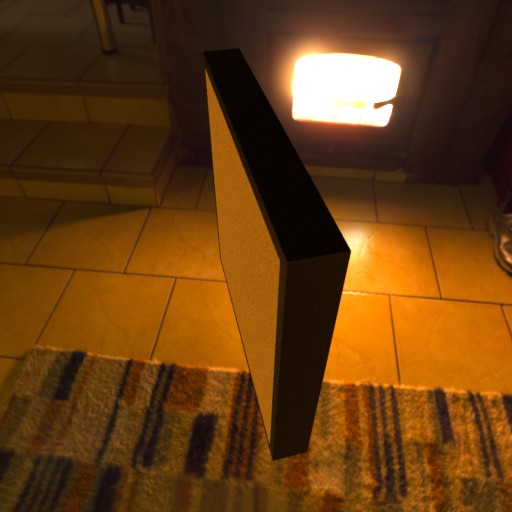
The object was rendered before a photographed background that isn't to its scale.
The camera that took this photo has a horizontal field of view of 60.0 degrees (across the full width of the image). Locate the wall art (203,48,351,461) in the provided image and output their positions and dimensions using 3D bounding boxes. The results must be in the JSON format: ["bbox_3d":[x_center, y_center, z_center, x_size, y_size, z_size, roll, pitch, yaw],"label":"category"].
[{"bbox_3d":[0.000,0.000,0.461,0.038,0.304,0.304,-10,47,-9],"label":"wall art"}]
